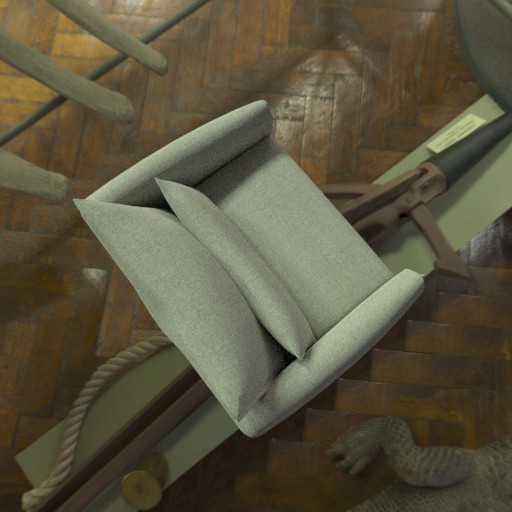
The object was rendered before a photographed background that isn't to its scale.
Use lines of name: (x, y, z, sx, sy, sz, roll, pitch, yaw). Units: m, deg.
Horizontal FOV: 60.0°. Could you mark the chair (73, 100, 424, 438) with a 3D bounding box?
chair: (0.000, 0.000, 1.654, 0.801, 0.856, 1.029, -38, 80, -8)
